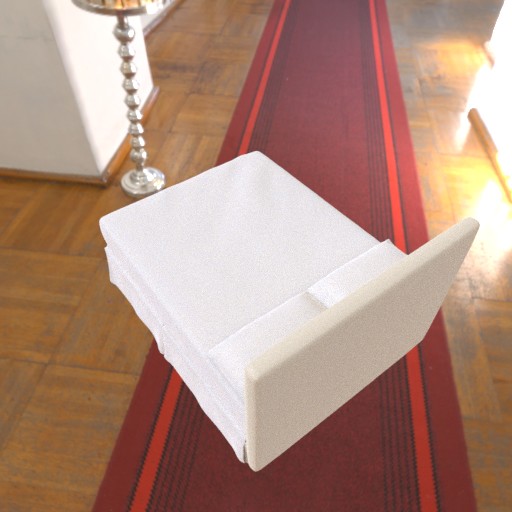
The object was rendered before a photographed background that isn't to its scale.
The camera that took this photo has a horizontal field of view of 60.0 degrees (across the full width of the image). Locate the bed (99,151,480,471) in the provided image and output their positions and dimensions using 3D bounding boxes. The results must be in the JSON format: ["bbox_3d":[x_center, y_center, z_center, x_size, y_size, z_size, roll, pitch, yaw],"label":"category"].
[{"bbox_3d":[0.000,0.000,3.253,1.714,1.330,2.147,-29,54,-24],"label":"bed"}]
